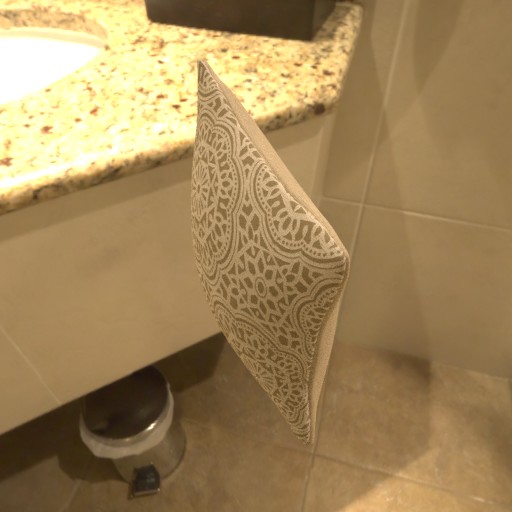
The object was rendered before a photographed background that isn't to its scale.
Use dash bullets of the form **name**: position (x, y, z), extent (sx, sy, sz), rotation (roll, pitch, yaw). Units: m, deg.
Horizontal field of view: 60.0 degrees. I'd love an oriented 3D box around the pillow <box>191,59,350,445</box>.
- **pillow**: position (0.000, 0.000, 0.663), extent (0.167, 0.421, 0.438), rotation (-16, 49, -15)
